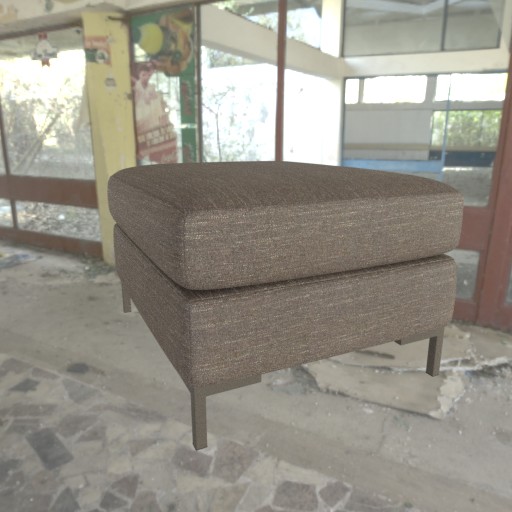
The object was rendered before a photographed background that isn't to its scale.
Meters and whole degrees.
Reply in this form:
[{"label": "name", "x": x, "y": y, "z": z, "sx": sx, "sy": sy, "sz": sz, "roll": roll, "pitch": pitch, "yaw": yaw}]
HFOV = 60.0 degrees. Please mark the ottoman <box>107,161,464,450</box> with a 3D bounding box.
[{"label": "ottoman", "x": 0.000, "y": 0.000, "z": 1.218, "sx": 0.671, "sy": 0.490, "sz": 0.820, "roll": -7, "pitch": 17, "yaw": -25}]
